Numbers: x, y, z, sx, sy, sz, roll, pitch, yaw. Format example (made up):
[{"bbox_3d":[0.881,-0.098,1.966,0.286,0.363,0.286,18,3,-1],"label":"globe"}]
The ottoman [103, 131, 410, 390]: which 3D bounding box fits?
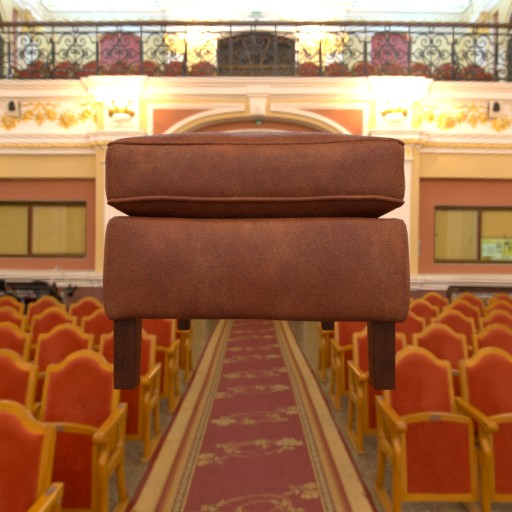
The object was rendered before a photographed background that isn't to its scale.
[{"bbox_3d":[0.000,0.000,0.987,0.501,0.418,0.665,0,0,0],"label":"ottoman"}]
